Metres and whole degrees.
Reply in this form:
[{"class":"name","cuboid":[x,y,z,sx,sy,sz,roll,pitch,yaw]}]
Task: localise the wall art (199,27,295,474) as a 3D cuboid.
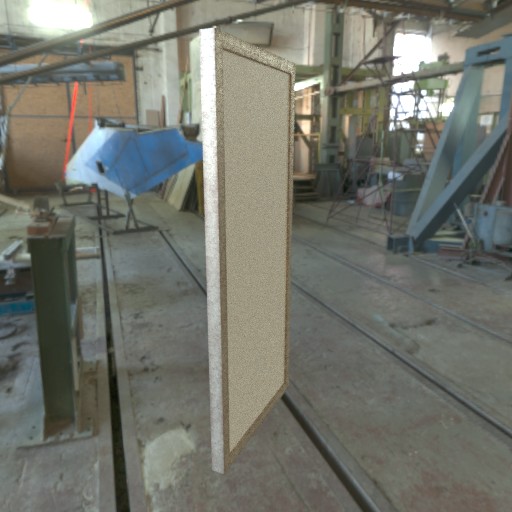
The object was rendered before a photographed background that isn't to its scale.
[{"class":"wall art","cuboid":[0.000,0.000,1.701,0.051,1.461,0.648,7,16,24]}]
